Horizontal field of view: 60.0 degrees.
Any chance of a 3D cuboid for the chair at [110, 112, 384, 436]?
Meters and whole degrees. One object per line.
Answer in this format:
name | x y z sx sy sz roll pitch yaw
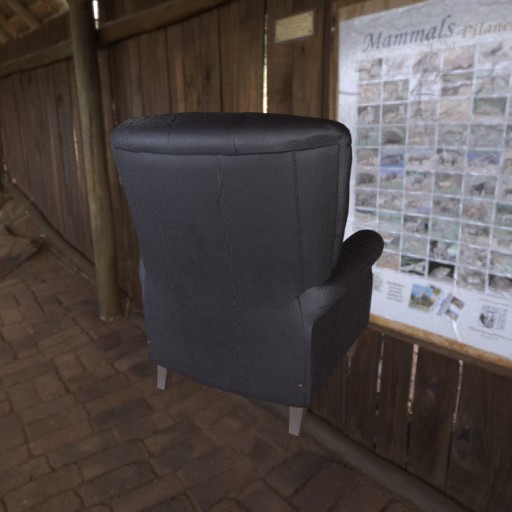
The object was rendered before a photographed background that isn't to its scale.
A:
chair | 0.000 0.000 1.913 0.948 1.158 1.058 8 18 27
